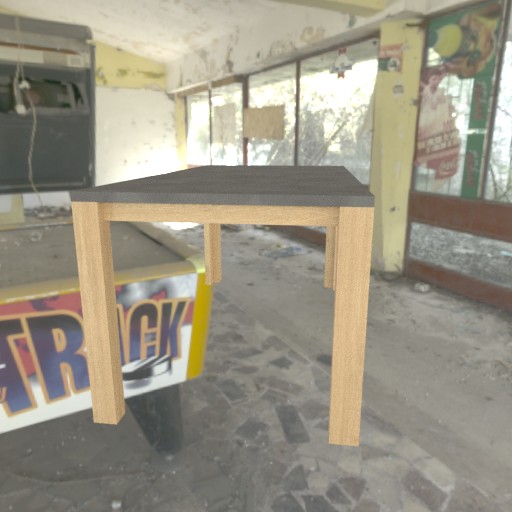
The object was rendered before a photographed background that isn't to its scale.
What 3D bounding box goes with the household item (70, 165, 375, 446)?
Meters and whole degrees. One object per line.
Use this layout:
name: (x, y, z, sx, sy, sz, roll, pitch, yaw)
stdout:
household item: (0.000, 0.000, 2.072, 0.850, 0.755, 1.600, 2, 14, 8)
